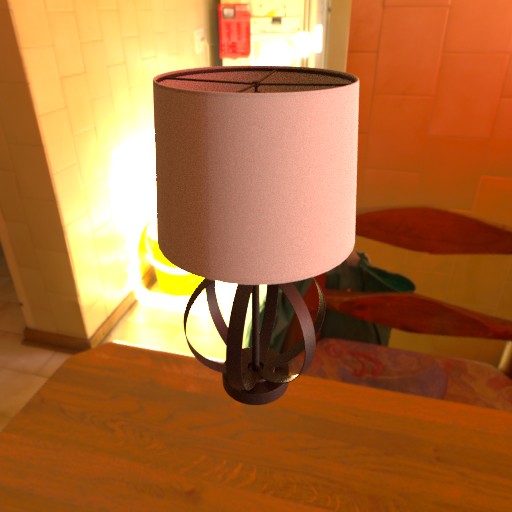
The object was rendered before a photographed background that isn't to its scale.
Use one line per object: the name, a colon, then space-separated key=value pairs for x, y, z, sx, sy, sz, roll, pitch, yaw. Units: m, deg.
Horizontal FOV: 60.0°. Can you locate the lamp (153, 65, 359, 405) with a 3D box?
lamp: x=0.000 y=0.000 z=0.675 sx=0.286 sy=0.510 sz=0.286 roll=0 pitch=29 yaw=0
